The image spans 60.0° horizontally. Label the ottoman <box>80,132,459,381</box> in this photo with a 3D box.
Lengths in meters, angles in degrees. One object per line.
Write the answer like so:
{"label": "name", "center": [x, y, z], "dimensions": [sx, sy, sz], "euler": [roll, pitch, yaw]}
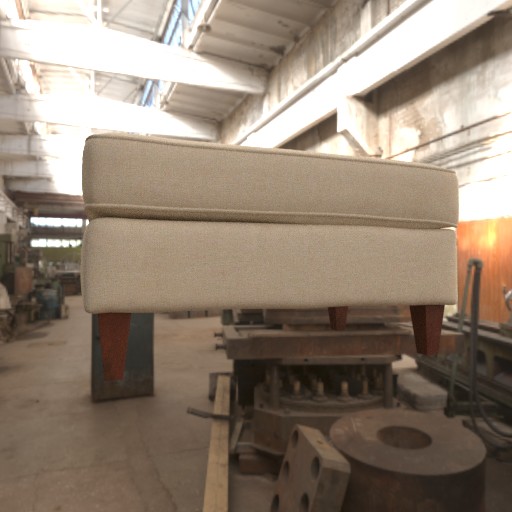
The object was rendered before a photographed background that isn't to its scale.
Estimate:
{"label": "ottoman", "center": [0.000, 0.000, 1.181], "dimensions": [0.862, 0.484, 0.583], "euler": [1, -2, -19]}
